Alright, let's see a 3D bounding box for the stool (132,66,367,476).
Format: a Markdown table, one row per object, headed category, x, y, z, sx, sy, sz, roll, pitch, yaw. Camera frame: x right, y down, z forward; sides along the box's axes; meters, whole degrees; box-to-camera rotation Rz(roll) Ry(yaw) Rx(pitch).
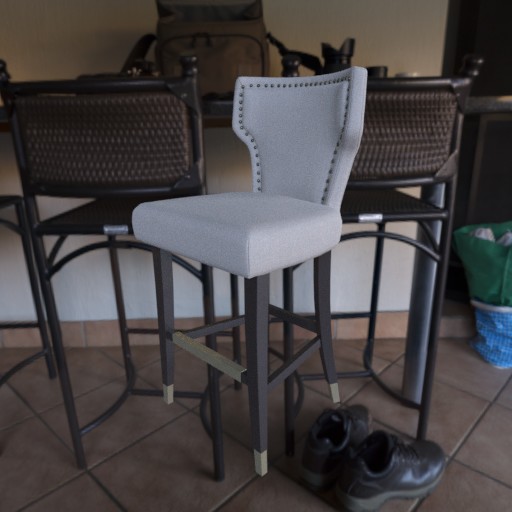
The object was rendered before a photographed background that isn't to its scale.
| category | x | y | z | sx | sy | sz | roll | pitch | yaw |
| --- | --- | --- | --- | --- | --- | --- | --- | --- | --- |
| stool | 0.000 | 0.000 | 1.389 | 0.563 | 1.092 | 0.526 | -16 | 23 | -42 |
